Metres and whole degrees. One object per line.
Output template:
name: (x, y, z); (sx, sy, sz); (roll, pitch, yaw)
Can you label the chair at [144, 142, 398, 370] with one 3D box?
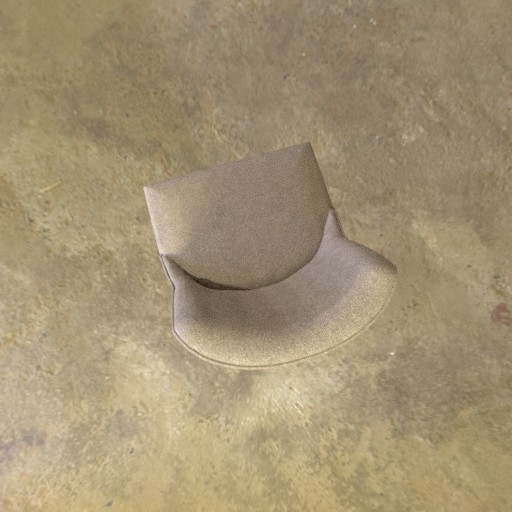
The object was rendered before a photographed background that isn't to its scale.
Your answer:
chair: (0.000, 0.000, 1.293); (0.548, 0.916, 0.636); (-16, 76, -4)
